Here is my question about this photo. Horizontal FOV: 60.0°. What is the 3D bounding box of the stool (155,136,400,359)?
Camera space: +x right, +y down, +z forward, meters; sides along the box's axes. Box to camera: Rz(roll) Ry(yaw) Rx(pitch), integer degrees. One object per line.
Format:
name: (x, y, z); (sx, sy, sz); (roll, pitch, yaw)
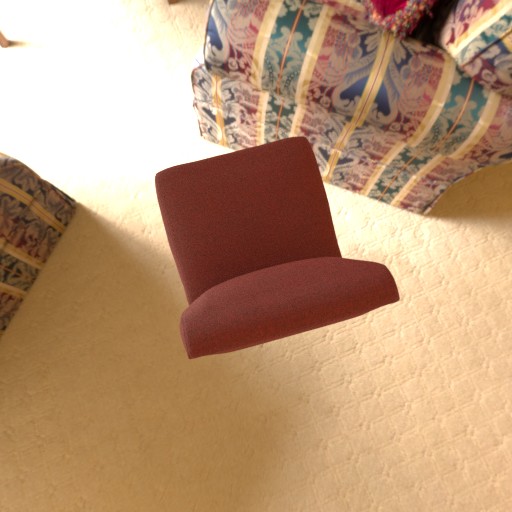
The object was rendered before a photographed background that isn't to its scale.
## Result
stool: (0.000, 0.000, 1.343); (0.468, 1.038, 0.562); (-15, 76, -4)
